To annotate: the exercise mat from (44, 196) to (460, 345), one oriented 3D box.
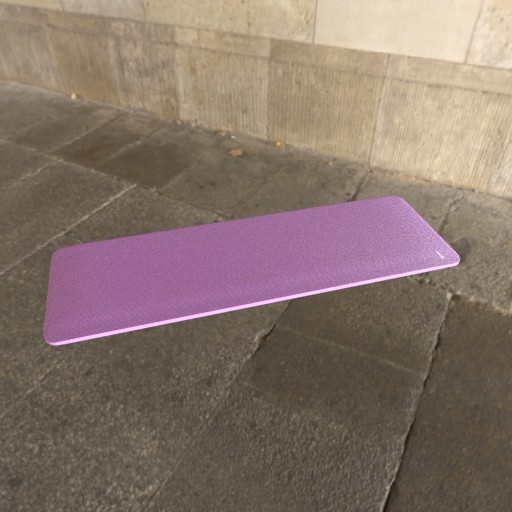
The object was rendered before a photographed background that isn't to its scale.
[{"bbox_3d":[0.000,0.000,2.108,1.869,0.021,0.616,-10,40,-12],"label":"exercise mat"}]
